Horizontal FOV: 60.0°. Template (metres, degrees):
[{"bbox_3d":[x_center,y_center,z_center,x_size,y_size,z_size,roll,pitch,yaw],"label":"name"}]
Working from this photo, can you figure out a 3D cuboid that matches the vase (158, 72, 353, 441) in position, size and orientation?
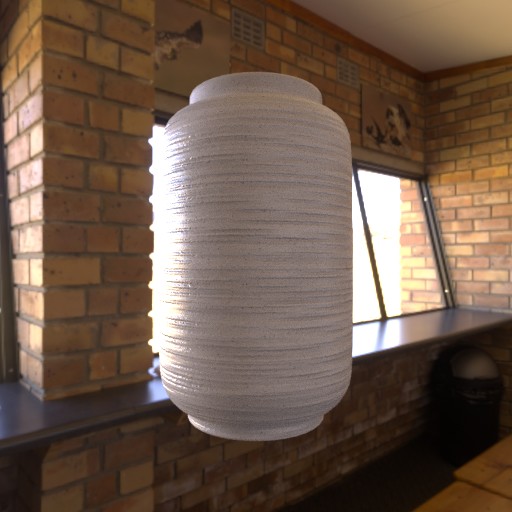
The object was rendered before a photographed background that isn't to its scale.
[{"bbox_3d":[0.000,0.000,0.470,0.202,0.335,0.202,0,0,0],"label":"vase"}]
